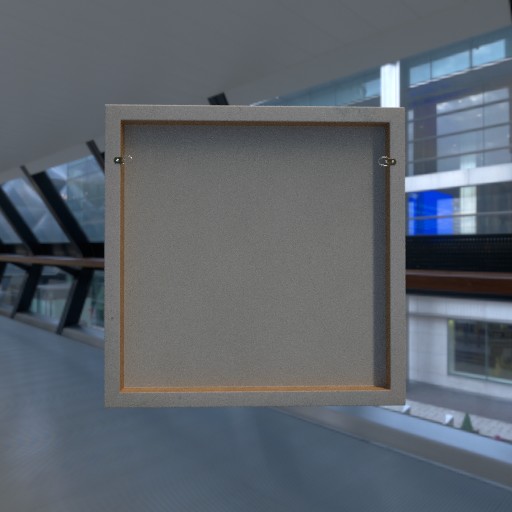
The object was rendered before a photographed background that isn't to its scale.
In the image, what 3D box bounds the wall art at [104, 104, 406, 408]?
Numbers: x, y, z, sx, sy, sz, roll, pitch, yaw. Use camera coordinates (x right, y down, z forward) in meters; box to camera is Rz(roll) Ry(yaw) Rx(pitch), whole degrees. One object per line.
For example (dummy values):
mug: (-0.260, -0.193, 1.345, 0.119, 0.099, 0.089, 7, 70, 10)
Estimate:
wall art: (0.000, 0.000, 0.917, 0.612, 0.612, 0.040, 0, 0, -2)
